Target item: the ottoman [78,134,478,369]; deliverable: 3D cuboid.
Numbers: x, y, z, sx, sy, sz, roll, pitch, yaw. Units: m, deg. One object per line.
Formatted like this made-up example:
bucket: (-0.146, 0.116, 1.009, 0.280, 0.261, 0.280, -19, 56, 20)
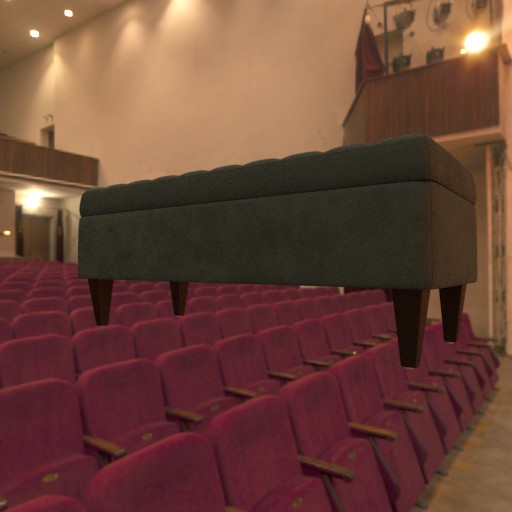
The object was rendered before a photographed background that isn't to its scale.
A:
ottoman: (0.000, 0.000, 1.343, 1.151, 0.469, 0.482, -1, -1, 36)
